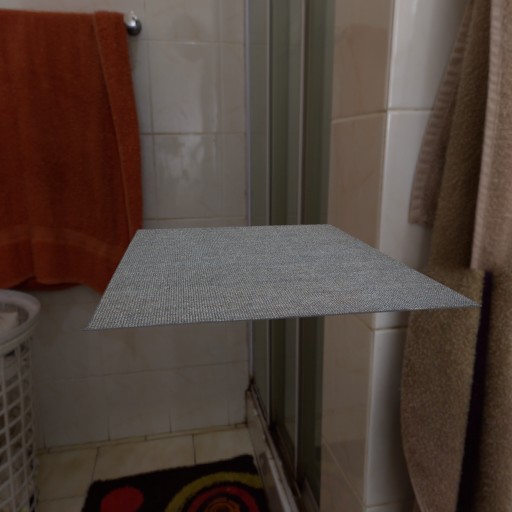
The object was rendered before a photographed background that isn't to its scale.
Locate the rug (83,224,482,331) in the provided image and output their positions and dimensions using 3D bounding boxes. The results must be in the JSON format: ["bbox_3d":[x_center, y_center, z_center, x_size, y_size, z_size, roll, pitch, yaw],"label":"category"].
[{"bbox_3d":[0.000,0.000,4.123,2.456,0.021,3.068,-2,14,-9],"label":"rug"}]
